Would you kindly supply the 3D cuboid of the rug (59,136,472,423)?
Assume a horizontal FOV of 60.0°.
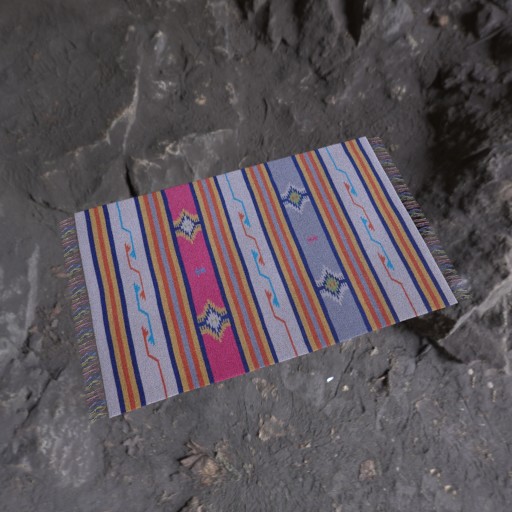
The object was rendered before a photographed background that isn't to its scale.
[{"bbox_3d":[0.000,0.000,2.239,1.849,0.013,1.084,-16,65,-8],"label":"rug"}]
